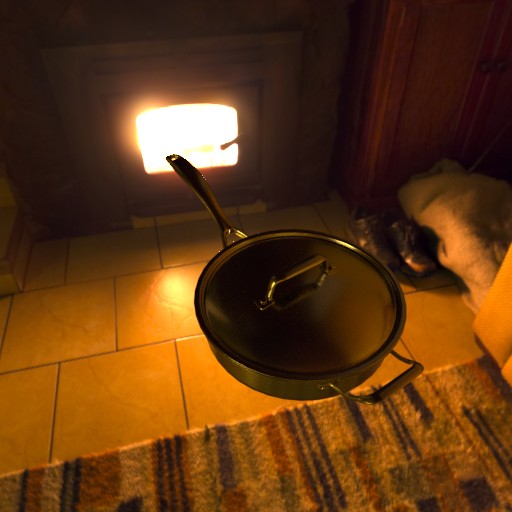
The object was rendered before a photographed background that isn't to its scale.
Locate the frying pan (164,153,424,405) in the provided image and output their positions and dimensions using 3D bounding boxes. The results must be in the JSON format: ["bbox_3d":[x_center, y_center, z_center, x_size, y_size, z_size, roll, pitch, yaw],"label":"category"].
[{"bbox_3d":[0.000,0.000,0.661,0.280,0.114,0.561,-24,46,-26],"label":"frying pan"}]
